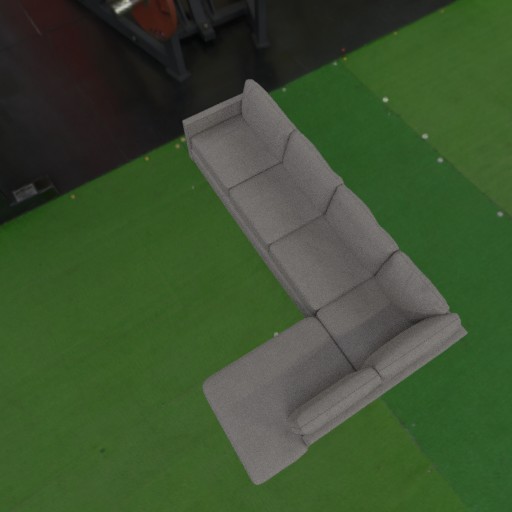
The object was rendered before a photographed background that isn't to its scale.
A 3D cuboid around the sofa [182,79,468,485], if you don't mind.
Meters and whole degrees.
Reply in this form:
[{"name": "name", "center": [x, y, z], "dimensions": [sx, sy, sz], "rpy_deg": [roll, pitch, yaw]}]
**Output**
[{"name": "sofa", "center": [0.000, 0.000, 4.221], "dimensions": [2.077, 0.964, 3.331], "rpy_deg": [-29, 67, -14]}]
